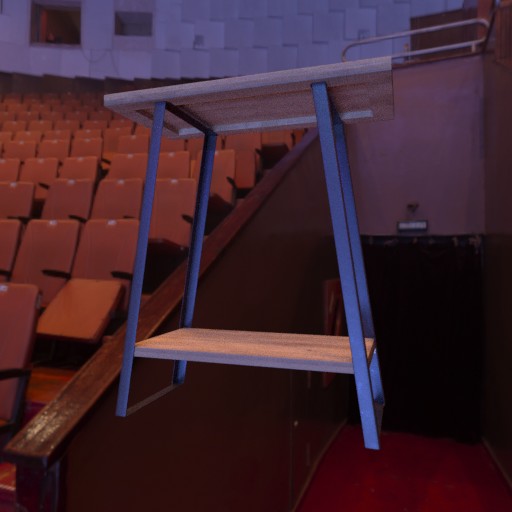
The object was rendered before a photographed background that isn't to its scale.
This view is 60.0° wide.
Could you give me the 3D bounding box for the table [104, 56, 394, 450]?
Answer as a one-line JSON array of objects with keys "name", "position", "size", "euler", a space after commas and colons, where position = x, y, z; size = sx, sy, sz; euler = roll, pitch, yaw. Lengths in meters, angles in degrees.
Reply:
[{"name": "table", "position": [0.000, 0.000, 1.012], "size": [0.599, 0.701, 0.300], "euler": [0, 0, 18]}]
